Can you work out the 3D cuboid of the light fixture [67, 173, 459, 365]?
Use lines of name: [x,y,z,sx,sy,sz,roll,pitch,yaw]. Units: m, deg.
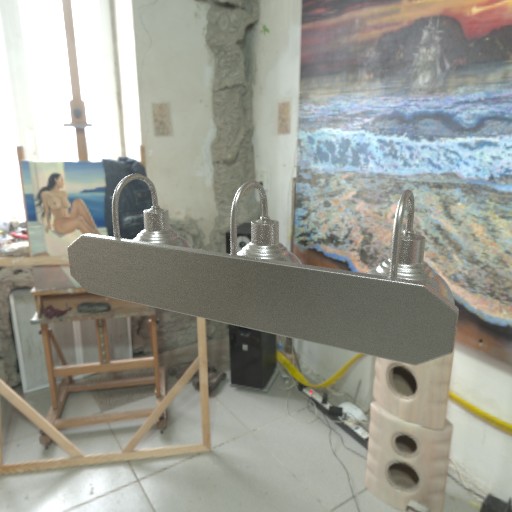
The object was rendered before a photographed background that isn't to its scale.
light fixture: [0.000,0.000,0.742,0.634,0.254,0.229,8,18,26]
